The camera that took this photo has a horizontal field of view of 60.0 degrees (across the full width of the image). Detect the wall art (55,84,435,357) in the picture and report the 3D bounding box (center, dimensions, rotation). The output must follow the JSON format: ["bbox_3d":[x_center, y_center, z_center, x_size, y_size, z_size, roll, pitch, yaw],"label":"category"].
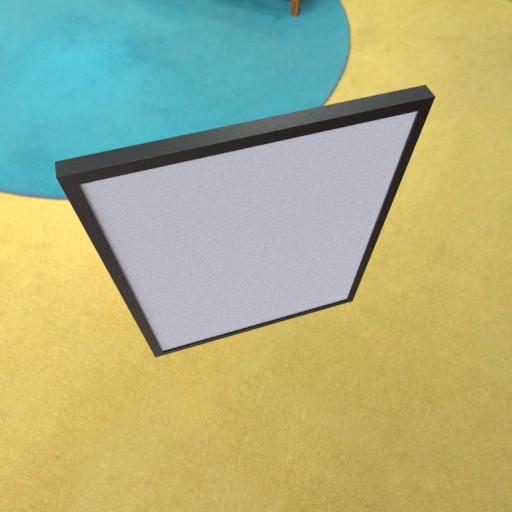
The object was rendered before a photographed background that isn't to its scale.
[{"bbox_3d":[0.000,0.000,0.536,0.325,0.397,0.018,-14,59,-9],"label":"wall art"}]
